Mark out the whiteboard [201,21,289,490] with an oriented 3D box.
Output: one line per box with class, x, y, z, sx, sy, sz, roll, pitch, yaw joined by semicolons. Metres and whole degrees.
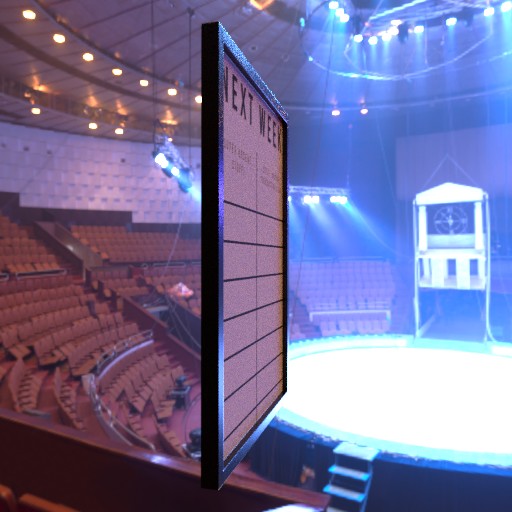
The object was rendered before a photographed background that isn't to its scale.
whiteboard;0.000;0.000;0.771;0.026;0.611;0.406;0;0;17
